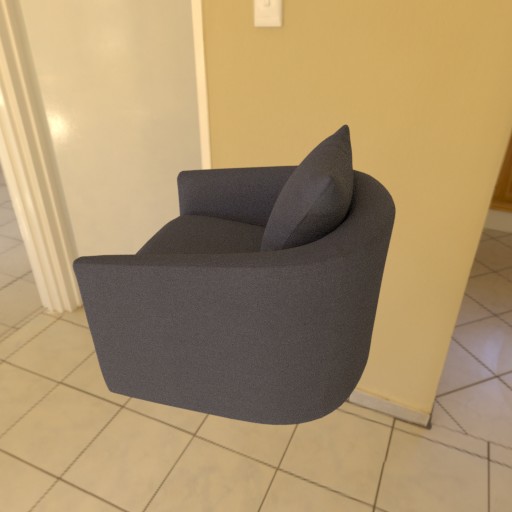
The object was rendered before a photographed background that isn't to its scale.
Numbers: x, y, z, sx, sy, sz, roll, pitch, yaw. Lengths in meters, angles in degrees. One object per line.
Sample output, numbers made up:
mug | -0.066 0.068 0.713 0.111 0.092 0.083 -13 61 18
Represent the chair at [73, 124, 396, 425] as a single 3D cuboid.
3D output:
chair | 0.000 0.000 1.609 0.910 0.848 0.845 7 31 13
